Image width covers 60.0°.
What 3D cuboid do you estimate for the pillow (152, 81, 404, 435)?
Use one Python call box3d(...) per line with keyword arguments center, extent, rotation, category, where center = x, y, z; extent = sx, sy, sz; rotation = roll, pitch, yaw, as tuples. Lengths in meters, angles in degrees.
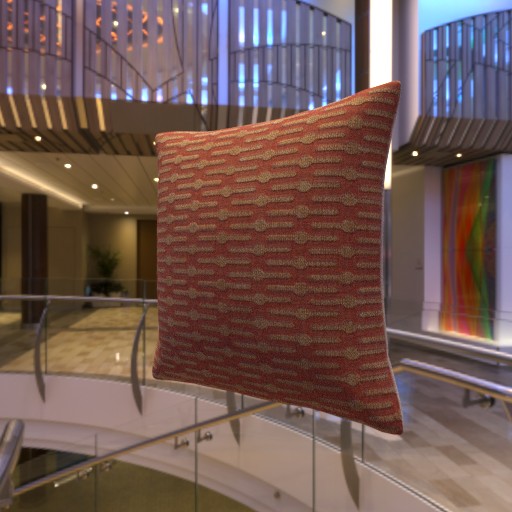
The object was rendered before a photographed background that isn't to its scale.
box3d(center=(0.000, 0.000, 0.771), extent=(0.511, 0.503, 0.182), rotation=(0, 0, 35), category="pillow")
